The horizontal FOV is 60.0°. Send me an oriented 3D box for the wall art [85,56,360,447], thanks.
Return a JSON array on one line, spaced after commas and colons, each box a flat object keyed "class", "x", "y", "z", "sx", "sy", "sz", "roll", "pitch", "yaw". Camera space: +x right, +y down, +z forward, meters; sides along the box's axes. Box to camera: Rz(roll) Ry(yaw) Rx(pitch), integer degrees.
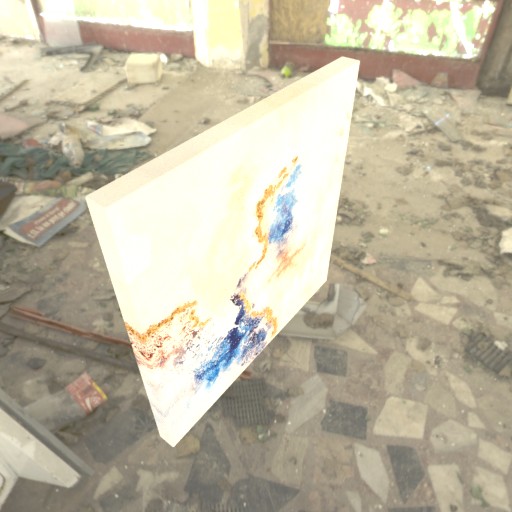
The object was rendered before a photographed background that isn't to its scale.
[{"class": "wall art", "x": 0.000, "y": 0.000, "z": 1.560, "sx": 0.071, "sy": 1.061, "sz": 1.061, "roll": 28, "pitch": 49, "yaw": 27}]
